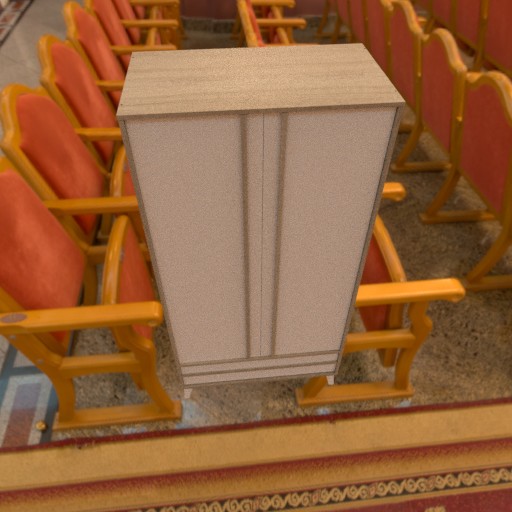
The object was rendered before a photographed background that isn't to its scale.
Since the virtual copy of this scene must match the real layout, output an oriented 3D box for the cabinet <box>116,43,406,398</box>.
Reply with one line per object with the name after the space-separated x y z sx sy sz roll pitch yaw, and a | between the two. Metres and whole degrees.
0.000 0.000 2.437 1.006 1.999 0.571 -4 45 -4 | cabinet
